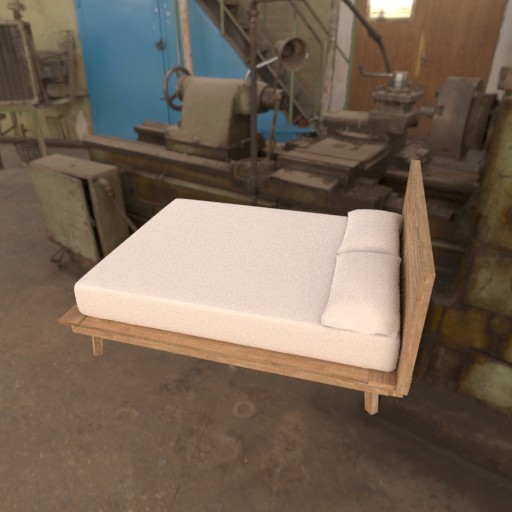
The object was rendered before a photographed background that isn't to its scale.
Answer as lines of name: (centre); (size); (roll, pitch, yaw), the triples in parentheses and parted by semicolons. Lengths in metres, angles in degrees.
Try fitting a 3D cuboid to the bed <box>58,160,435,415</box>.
bed: (0.000, 0.000, 3.192); (2.145, 1.071, 1.759); (8, 30, 14)
